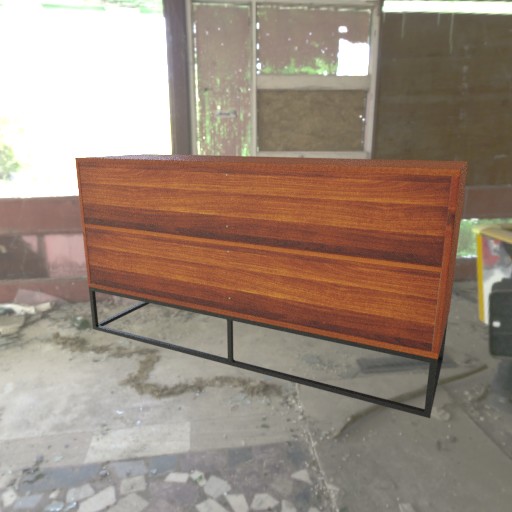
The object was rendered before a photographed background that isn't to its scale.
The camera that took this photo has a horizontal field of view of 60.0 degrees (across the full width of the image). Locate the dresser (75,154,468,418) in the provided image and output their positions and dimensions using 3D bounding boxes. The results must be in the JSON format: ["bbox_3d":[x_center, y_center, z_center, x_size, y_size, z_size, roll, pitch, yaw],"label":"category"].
[{"bbox_3d":[0.000,0.000,1.894,1.536,0.810,0.464,8,17,26],"label":"dresser"}]
